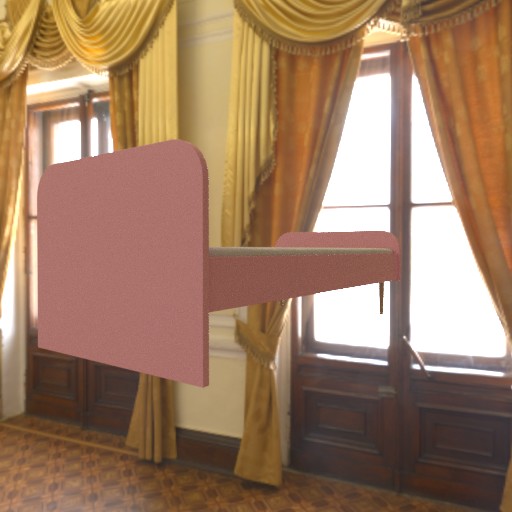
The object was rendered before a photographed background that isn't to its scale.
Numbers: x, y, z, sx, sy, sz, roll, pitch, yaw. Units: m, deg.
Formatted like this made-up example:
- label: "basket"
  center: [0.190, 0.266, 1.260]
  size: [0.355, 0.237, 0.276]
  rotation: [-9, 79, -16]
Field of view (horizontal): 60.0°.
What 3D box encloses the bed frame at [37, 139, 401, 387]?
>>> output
- label: "bed frame"
  center: [0.000, 0.000, 2.488]
  size: [0.998, 0.805, 1.963]
  rotation: [1, 1, 36]
